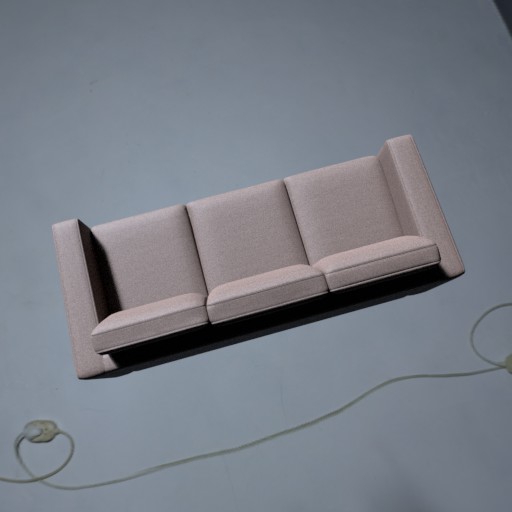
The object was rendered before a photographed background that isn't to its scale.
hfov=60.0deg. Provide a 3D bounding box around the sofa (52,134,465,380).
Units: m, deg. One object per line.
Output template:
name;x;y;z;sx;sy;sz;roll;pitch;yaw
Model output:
sofa;0.000;0.000;2.628;2.160;0.806;0.900;-15;77;-4
